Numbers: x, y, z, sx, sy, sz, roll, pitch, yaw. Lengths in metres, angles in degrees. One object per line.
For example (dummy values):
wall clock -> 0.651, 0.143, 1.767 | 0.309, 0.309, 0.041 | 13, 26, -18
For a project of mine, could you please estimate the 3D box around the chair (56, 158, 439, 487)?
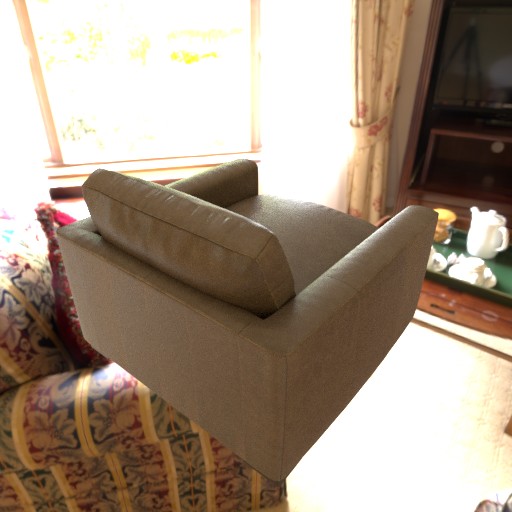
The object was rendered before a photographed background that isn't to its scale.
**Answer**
chair -> 0.000, 0.000, 1.784 | 1.106, 0.807, 1.080 | 23, 38, 33
